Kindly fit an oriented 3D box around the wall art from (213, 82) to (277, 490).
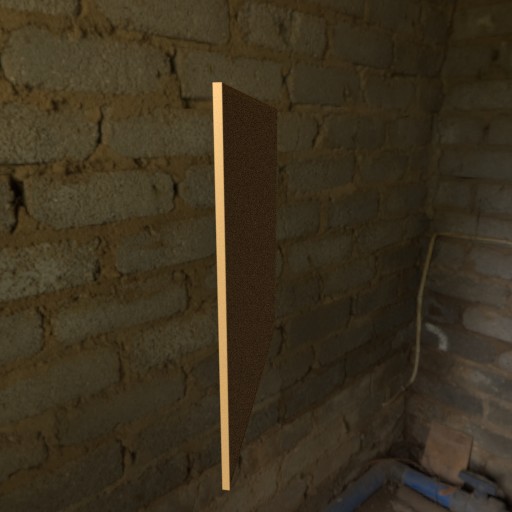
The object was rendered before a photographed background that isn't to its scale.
[{"bbox_3d":[0.000,0.000,0.987,0.014,0.655,0.657,2,16,9],"label":"wall art"}]
